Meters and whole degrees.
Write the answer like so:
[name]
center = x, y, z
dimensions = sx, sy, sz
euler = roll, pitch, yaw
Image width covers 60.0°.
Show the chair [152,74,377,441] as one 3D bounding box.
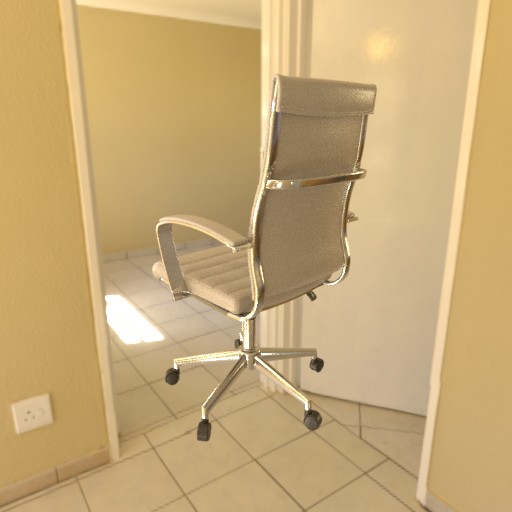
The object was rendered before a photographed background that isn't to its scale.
[chair]
center = 0.000, 0.000, 1.594
dimensions = 0.679, 1.149, 0.667
euler = -16, 23, -42
